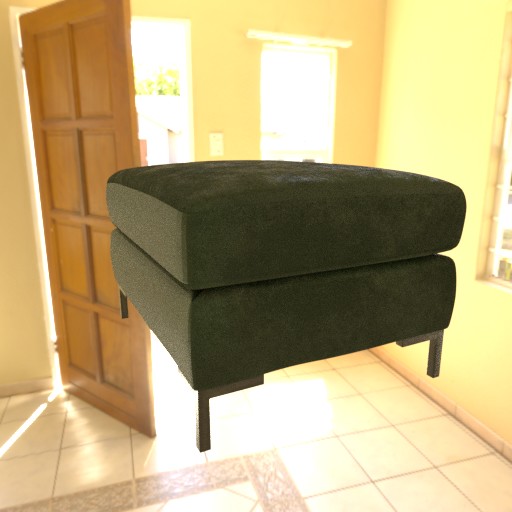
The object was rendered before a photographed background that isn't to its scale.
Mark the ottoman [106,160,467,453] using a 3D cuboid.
[{"bbox_3d":[0.000,0.000,1.281,0.701,0.538,0.839,-7,15,-26],"label":"ottoman"}]
